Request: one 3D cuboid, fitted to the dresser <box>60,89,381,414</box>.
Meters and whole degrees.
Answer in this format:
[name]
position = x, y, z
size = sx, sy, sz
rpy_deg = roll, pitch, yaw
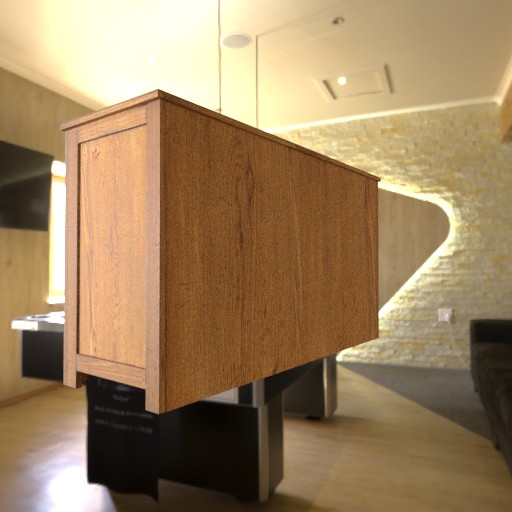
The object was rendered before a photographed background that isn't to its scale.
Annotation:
[dresser]
position = 0.000, 0.000, 2.084
size = 0.563, 0.932, 1.657
rpy_deg = -1, -1, 37
